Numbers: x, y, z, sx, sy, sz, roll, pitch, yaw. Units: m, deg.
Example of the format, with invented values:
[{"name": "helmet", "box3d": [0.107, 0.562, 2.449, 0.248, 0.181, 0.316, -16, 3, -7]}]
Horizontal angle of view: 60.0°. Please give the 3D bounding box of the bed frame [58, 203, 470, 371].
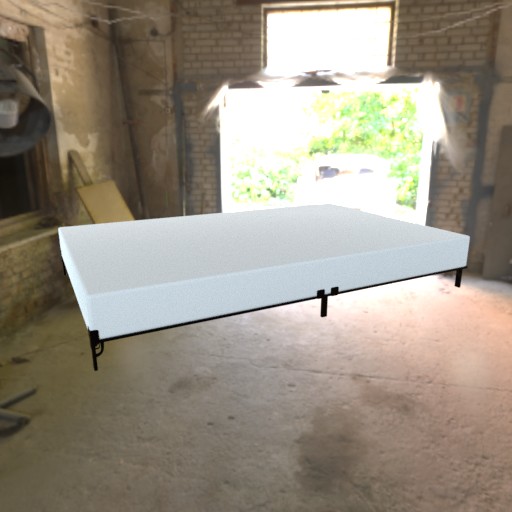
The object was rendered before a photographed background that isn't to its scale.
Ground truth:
[{"name": "bed frame", "box3d": [0.000, 0.000, 3.846, 2.987, 0.440, 1.930, -8, 18, -26]}]
